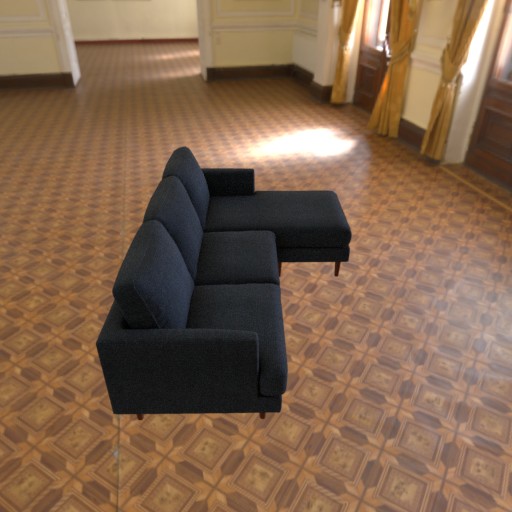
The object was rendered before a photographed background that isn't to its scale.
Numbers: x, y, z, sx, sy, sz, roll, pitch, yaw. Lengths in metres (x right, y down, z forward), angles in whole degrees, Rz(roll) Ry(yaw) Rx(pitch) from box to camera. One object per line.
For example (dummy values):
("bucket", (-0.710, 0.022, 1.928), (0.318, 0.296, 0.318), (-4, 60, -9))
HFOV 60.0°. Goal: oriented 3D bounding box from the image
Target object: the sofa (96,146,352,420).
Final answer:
("sofa", (0.000, 0.000, 3.084), (1.504, 0.956, 2.233), (0, 32, -1))
